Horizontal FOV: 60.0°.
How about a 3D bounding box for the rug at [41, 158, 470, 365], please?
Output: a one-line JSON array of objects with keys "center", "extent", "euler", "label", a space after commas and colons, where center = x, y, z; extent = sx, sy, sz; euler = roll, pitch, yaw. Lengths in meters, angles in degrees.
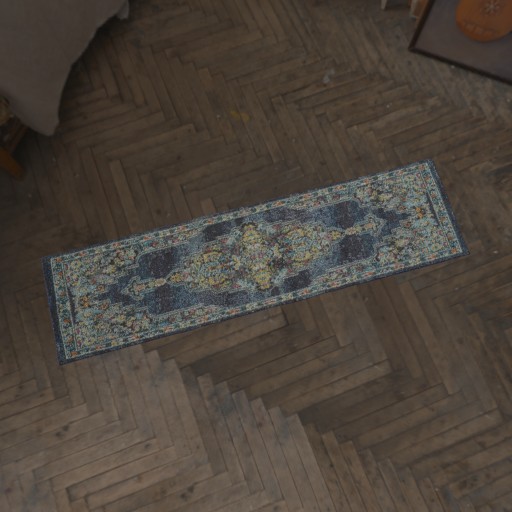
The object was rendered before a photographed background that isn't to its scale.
[{"center": [0.000, 0.000, 2.432], "extent": [2.283, 0.016, 0.602], "euler": [-15, 76, -4], "label": "rug"}]
